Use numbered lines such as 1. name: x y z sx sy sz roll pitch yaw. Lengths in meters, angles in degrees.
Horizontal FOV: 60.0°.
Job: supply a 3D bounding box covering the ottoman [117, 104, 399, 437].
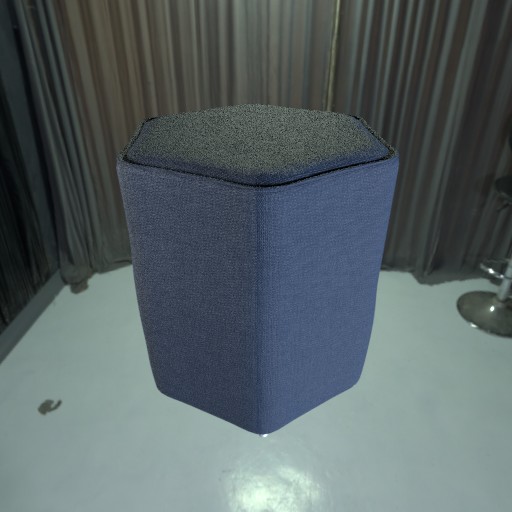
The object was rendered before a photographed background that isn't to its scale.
1. ottoman: 0.000 0.000 0.888 0.454 0.505 0.492 0 31 1
